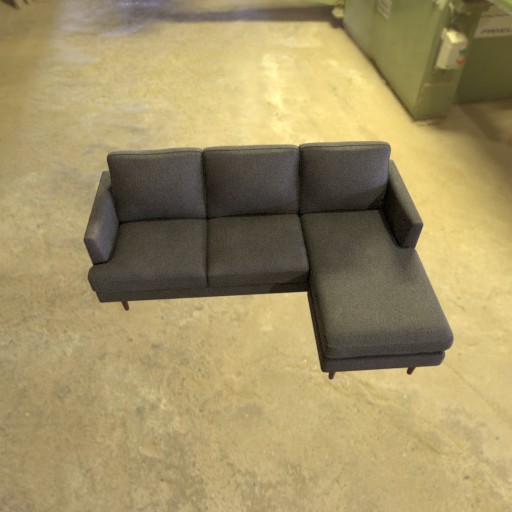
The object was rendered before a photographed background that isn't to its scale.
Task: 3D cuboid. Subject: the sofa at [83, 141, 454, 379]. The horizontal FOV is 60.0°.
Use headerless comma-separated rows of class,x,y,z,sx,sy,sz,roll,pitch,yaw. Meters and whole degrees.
sofa,0.000,0.000,3.016,2.233,0.956,1.504,-3,47,-3
